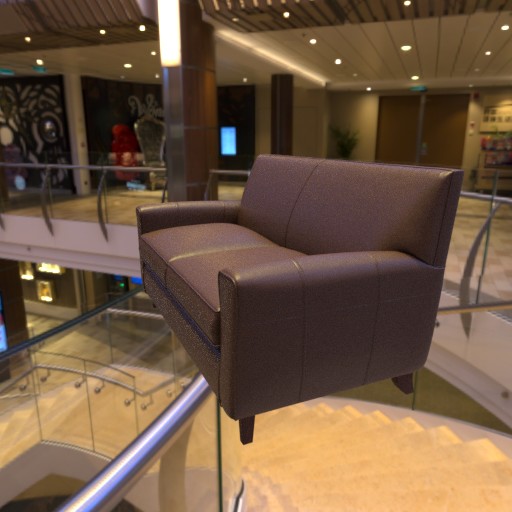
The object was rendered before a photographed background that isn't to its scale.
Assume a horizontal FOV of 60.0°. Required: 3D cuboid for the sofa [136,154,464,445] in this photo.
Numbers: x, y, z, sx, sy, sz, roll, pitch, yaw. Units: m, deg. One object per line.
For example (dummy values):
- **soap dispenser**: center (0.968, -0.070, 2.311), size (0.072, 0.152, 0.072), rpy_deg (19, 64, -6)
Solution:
- **sofa**: center (0.000, 0.000, 2.041), size (0.853, 0.859, 1.468), rpy_deg (-7, 17, -24)
